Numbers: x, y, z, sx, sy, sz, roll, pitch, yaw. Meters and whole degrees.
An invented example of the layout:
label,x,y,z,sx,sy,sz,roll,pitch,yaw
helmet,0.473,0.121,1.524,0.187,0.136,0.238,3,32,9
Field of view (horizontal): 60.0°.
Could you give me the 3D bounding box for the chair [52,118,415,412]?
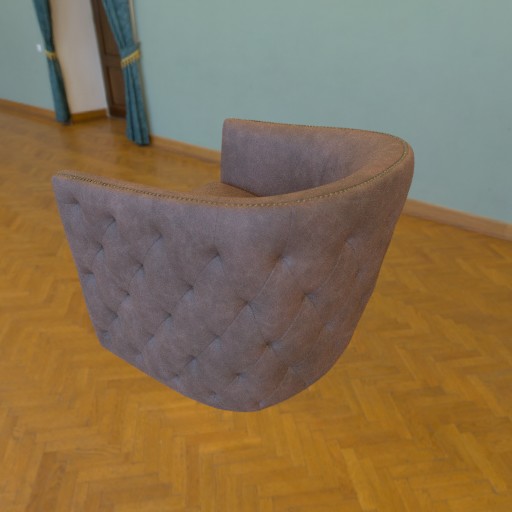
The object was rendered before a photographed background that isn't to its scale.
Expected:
label,x,y,z,sx,sy,sz,roll,pitch,yaw
chair,0.000,0.000,1.484,0.870,0.790,0.850,20,36,30
